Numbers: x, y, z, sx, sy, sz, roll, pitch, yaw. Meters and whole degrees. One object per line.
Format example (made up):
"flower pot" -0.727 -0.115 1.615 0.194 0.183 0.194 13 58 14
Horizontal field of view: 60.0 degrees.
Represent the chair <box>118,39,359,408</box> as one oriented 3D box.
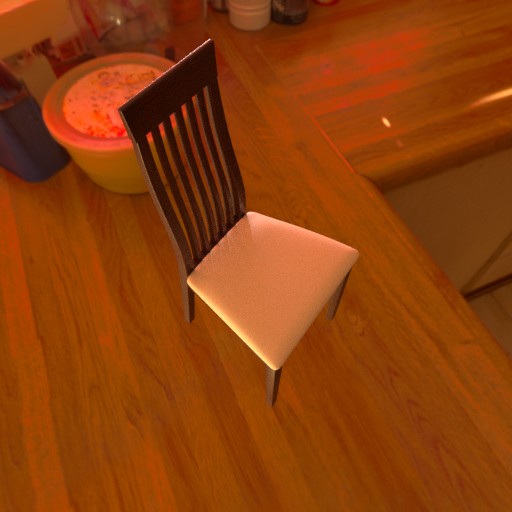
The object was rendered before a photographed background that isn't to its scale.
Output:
"chair" 0.000 0.000 1.295 0.474 1.027 0.460 32 63 18
